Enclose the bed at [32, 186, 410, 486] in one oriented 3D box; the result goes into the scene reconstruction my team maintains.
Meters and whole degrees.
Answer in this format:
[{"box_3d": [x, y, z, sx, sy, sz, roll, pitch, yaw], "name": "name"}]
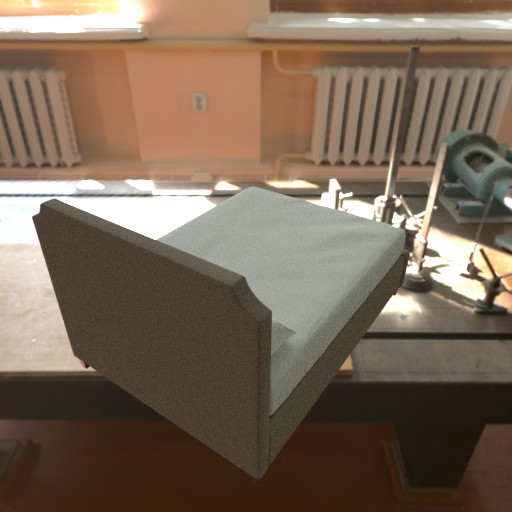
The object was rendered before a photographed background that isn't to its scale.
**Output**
[{"box_3d": [0.000, 0.000, 3.381, 1.703, 1.415, 2.329, 21, 38, 29], "name": "bed"}]
